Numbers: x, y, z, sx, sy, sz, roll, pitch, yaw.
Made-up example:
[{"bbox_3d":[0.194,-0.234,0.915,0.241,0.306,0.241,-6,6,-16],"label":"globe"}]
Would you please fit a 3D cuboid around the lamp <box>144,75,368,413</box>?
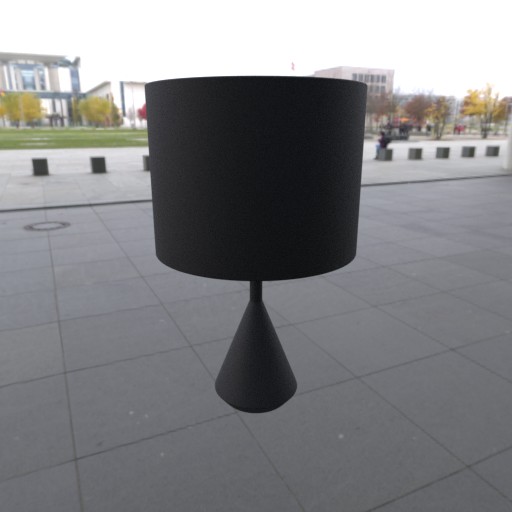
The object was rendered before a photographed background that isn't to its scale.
[{"bbox_3d":[0.000,0.000,0.816,0.359,0.584,0.359,-3,17,-10],"label":"lamp"}]
